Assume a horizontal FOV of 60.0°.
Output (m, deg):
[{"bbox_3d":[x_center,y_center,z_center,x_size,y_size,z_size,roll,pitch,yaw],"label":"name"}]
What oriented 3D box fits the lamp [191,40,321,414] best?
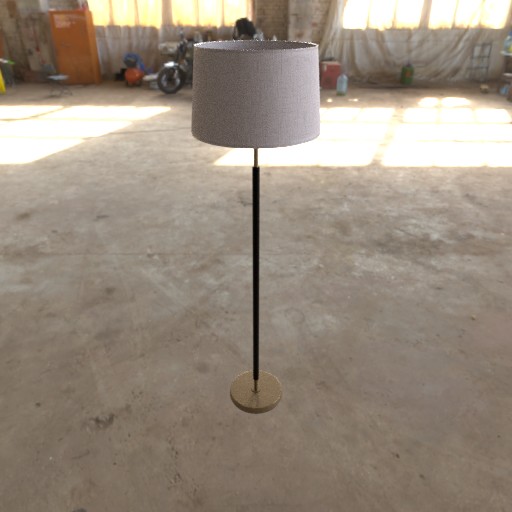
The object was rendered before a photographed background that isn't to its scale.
[{"bbox_3d":[0.000,0.000,1.676,0.420,1.447,0.420,0,30,0],"label":"lamp"}]
